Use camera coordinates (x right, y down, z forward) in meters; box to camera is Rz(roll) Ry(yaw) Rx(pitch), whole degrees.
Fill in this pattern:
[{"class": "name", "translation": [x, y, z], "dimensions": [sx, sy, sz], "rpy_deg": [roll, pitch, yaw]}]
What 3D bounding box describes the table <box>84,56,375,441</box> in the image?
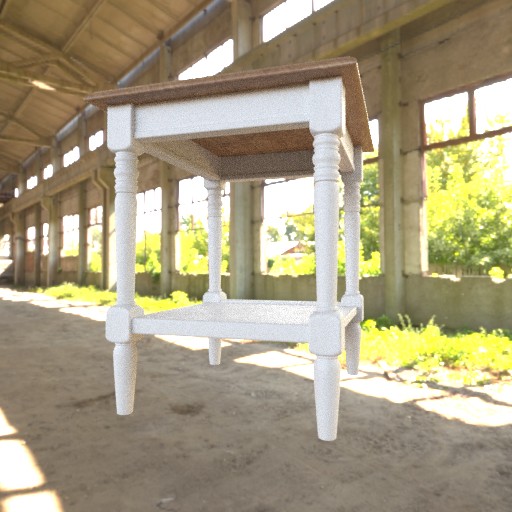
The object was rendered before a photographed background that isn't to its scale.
[{"class": "table", "translation": [0.000, 0.000, 0.925], "dimensions": [0.457, 0.561, 0.508], "rpy_deg": [0, -1, 18]}]
